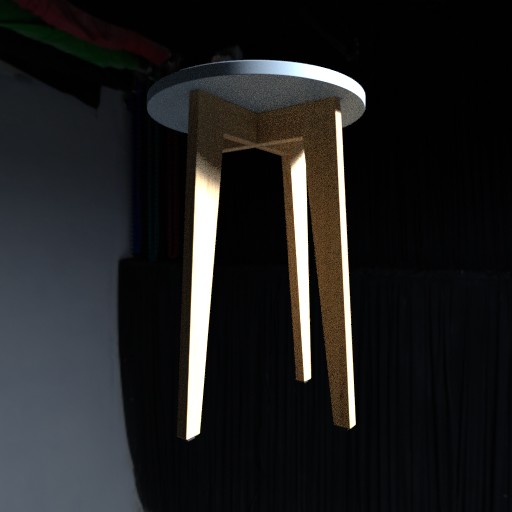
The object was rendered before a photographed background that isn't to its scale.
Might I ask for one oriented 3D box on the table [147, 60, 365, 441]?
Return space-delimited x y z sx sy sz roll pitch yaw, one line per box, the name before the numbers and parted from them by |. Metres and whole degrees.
table | 0.000 0.000 0.737 0.350 0.500 0.350 0 1 0
